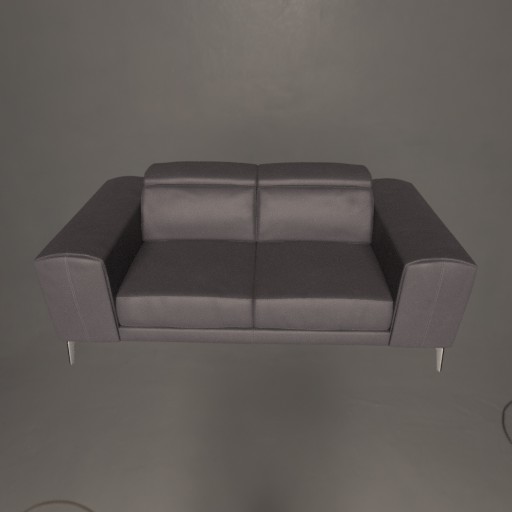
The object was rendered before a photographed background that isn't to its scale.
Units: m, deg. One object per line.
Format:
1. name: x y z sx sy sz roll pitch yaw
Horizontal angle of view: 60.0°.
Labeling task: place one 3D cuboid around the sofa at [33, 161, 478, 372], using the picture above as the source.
1. sofa: 0.000 0.000 2.385 1.895 0.779 1.003 1 30 1
